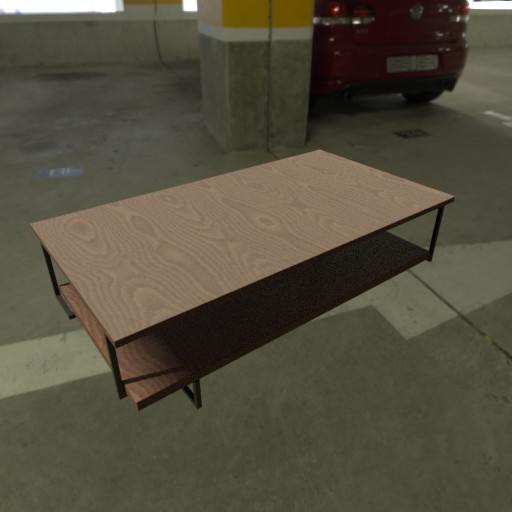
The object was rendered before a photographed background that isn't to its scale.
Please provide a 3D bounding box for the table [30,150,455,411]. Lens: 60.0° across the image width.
[{"bbox_3d":[0.000,0.000,1.496,1.197,0.347,0.651,-21,37,-31],"label":"table"}]
